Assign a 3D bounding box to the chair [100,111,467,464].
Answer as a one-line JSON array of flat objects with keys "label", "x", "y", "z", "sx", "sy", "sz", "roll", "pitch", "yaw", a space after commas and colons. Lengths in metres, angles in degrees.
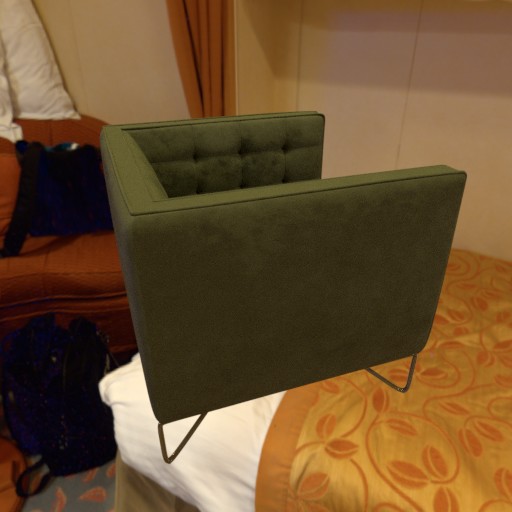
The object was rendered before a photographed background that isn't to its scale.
[{"label": "chair", "x": 0.000, "y": 0.000, "z": 1.543, "sx": 0.894, "sy": 0.790, "sz": 0.880, "roll": -10, "pitch": 31, "yaw": -18}]
